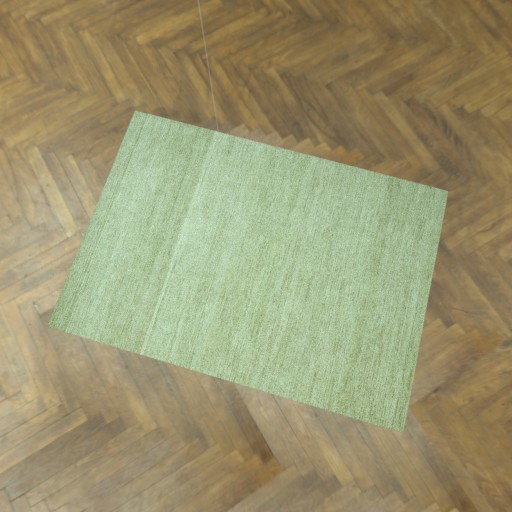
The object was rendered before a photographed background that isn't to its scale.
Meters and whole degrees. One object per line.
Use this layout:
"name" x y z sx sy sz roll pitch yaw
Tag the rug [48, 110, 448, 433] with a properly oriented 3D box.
"rug" 0.000 0.000 2.903 2.270 0.017 1.606 15 75 4
